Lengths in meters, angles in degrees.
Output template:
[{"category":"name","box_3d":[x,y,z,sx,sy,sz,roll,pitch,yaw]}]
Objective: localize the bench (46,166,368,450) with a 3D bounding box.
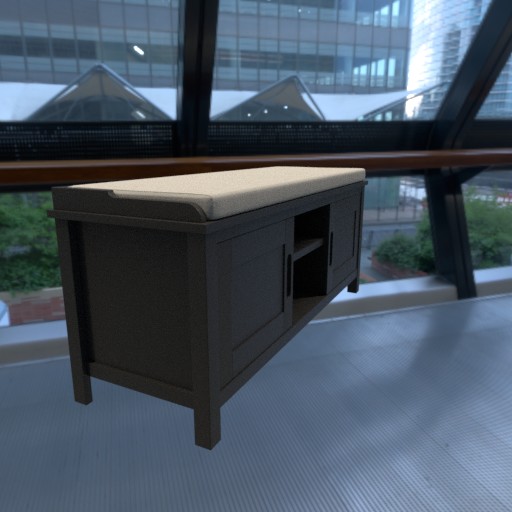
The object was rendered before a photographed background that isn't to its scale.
[{"category":"bench","box_3d":[0.000,0.000,1.379,0.398,0.501,1.140,7,16,26]}]
